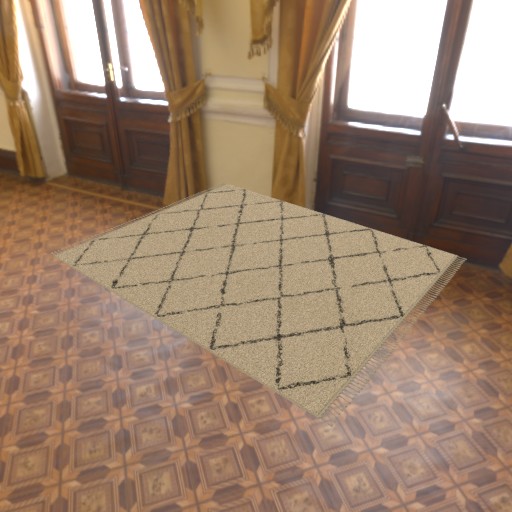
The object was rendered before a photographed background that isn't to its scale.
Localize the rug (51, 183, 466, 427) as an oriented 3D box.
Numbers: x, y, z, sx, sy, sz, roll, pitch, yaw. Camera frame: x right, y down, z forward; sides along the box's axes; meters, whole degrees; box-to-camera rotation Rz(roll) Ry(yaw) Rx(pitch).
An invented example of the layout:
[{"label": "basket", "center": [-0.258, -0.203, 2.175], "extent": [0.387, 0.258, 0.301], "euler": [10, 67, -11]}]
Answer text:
[{"label": "rug", "center": [0.000, 0.000, 4.100], "extent": [3.051, 0.013, 2.380], "euler": [22, 37, 33]}]
